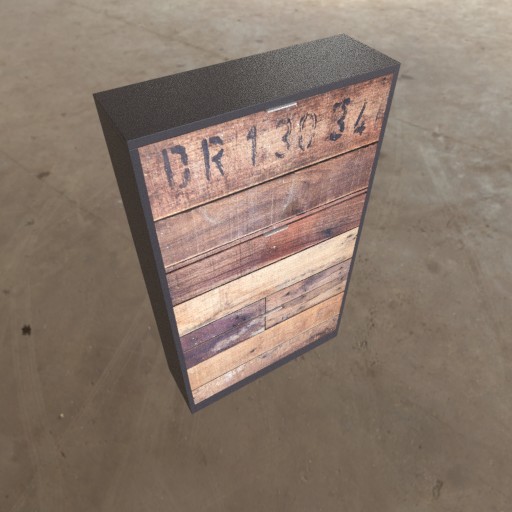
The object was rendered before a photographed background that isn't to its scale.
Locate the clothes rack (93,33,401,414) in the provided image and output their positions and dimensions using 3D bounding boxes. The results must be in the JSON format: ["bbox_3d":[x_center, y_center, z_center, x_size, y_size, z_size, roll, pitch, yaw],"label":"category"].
[{"bbox_3d":[0.000,0.000,1.565,0.750,1.280,0.250,-23,50,-21],"label":"clothes rack"}]
